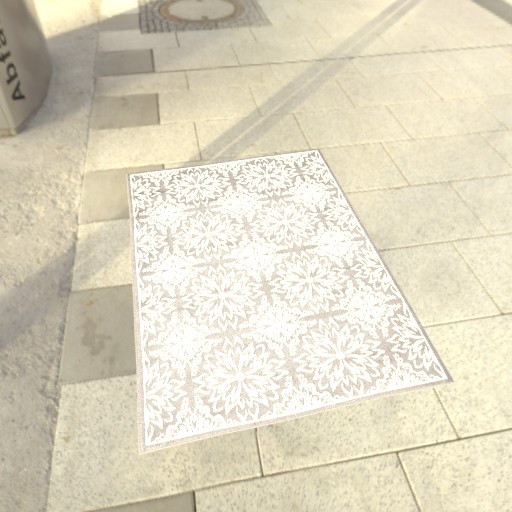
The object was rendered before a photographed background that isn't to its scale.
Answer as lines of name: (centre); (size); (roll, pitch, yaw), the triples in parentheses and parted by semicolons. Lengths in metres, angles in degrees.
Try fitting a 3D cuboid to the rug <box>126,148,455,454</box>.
rug: (0.000, 0.000, 2.904); (1.608, 0.014, 2.213); (-9, 47, -9)
